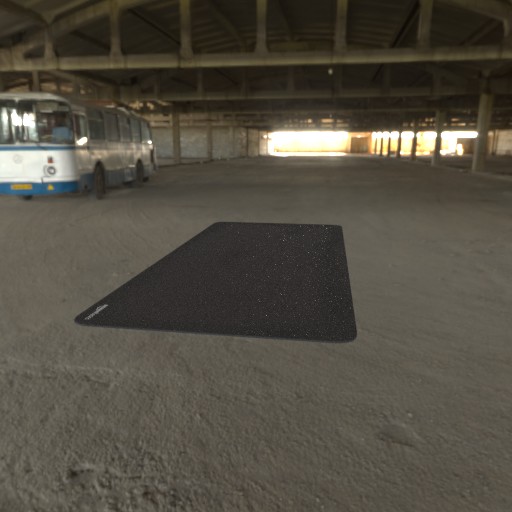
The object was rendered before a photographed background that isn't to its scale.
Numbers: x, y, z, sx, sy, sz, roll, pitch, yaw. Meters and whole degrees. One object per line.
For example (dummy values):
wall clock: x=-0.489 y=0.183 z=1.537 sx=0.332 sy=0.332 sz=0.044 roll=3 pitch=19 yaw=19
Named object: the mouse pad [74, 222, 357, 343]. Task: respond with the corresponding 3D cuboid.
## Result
mouse pad: x=0.000 y=0.000 z=1.056 sx=0.424 sy=0.003 sz=0.907 roll=2 pitch=14 yaw=9
